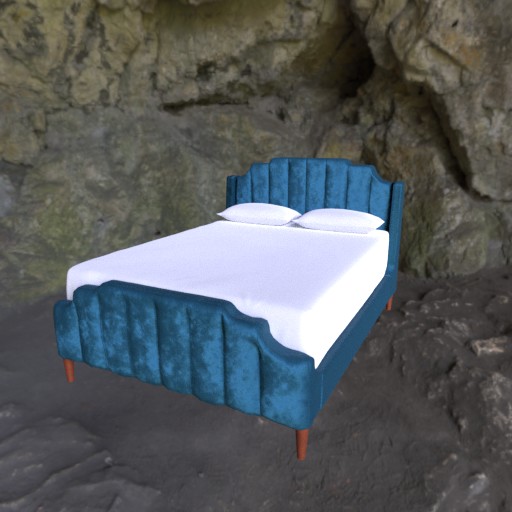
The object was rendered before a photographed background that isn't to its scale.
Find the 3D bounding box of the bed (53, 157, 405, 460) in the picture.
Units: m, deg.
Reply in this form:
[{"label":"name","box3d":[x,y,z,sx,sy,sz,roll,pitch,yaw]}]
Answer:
[{"label":"bed","box3d":[0.000,0.000,3.250,1.678,1.338,2.322,7,16,26]}]
